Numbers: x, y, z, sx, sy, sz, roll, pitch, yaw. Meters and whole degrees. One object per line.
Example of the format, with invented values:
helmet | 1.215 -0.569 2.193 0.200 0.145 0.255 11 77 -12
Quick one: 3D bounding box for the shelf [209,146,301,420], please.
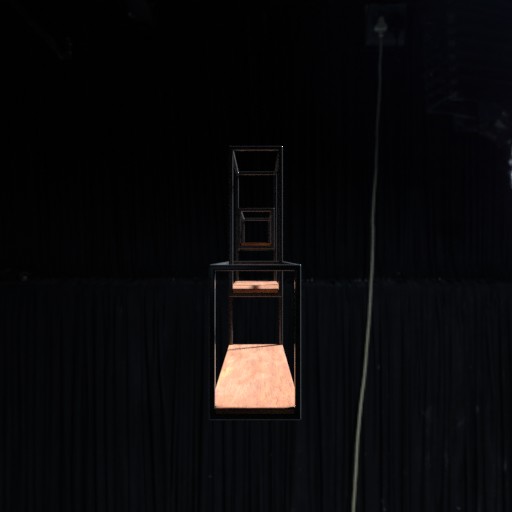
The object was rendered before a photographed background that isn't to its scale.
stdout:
shelf | 0.000 0.000 2.202 0.275 0.972 1.781 0 0 0
